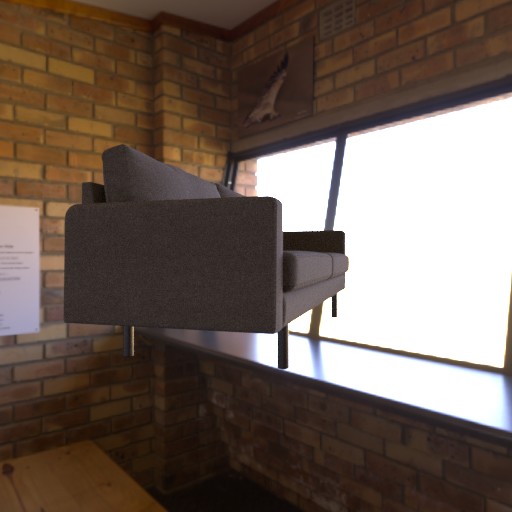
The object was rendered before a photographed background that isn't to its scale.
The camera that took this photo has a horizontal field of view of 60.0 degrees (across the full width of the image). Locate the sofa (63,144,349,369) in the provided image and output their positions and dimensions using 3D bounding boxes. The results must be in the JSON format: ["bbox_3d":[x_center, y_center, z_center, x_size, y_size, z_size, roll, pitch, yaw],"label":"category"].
[{"bbox_3d":[0.000,0.000,2.549,0.880,0.880,2.100,0,0,18],"label":"sofa"}]
